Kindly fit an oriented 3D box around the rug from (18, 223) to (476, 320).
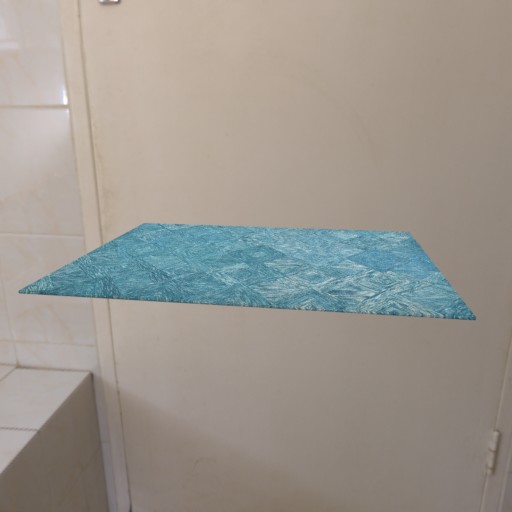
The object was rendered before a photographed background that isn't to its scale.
[{"bbox_3d":[0.000,0.000,4.206,3.217,0.027,2.405,2,17,8],"label":"rug"}]
